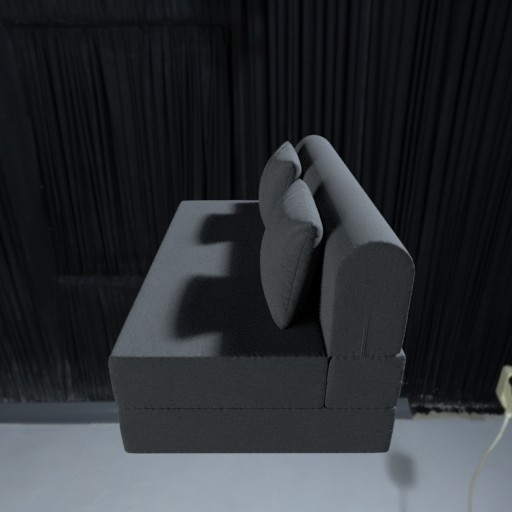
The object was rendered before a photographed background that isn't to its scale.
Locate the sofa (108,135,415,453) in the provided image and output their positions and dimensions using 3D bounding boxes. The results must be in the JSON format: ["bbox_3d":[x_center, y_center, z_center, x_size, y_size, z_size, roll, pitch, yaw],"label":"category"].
[{"bbox_3d":[0.000,0.000,1.673,0.762,0.670,1.225,0,26,0],"label":"sofa"}]
